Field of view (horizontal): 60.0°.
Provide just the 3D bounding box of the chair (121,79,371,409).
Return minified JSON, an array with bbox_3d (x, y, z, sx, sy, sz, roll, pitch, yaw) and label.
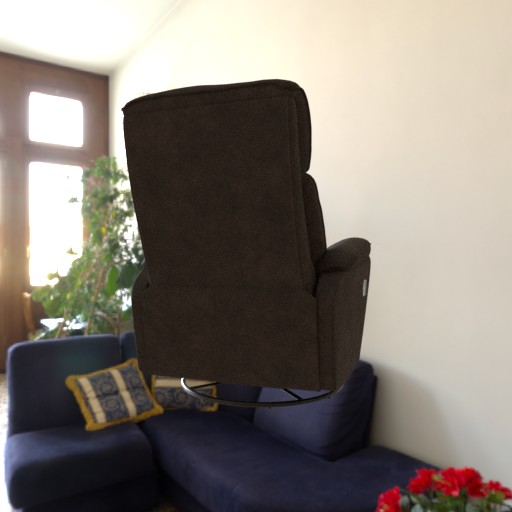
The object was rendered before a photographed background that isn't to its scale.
[{"bbox_3d":[0.000,0.000,1.751,0.830,1.035,1.009,0,0,19],"label":"chair"}]
